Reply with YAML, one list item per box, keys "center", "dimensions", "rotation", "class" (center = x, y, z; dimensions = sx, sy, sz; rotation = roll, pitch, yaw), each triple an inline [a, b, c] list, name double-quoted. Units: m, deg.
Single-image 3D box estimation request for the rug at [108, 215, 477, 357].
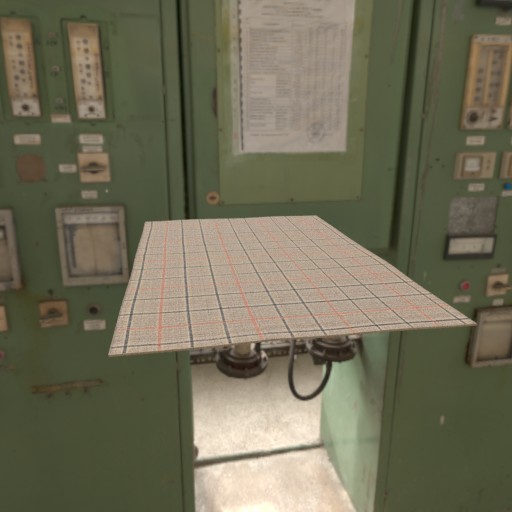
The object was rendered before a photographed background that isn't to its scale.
- center: [0.000, 0.000, 2.282]
  dimensions: [1.220, 0.013, 1.829]
  rotation: [-3, 17, -10]
  class: "rug"
